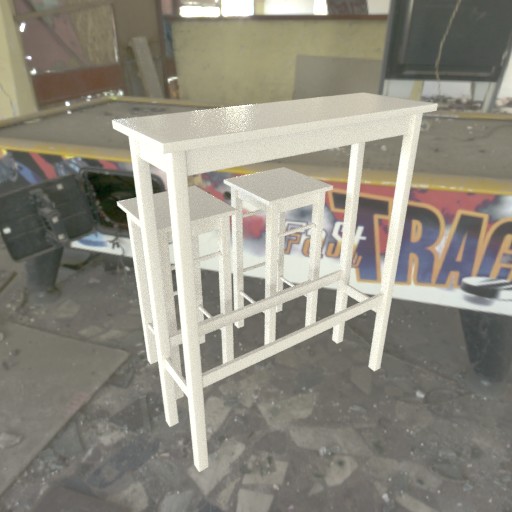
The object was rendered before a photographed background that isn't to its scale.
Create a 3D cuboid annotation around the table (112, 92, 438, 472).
[{"bbox_3d":[0.000,0.000,1.615,0.915,1.065,0.650,-18,32,-30],"label":"table"}]
